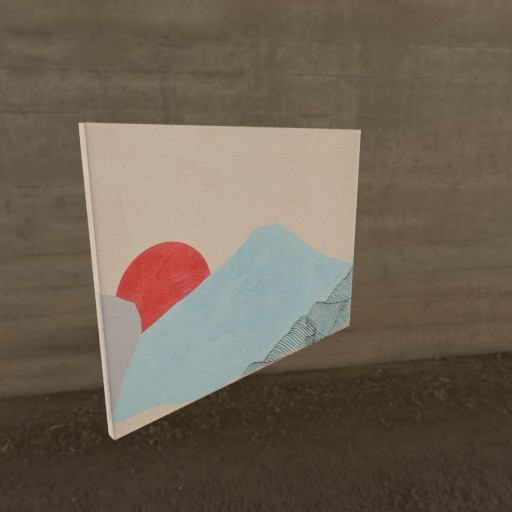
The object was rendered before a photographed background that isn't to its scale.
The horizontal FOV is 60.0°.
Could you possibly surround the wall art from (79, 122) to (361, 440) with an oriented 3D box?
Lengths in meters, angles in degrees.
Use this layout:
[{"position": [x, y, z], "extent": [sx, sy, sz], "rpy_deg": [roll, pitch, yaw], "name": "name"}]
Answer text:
[{"position": [0.000, 0.000, 1.635], "extent": [1.219, 0.912, 0.042], "rpy_deg": [-14, 20, -42], "name": "wall art"}]
